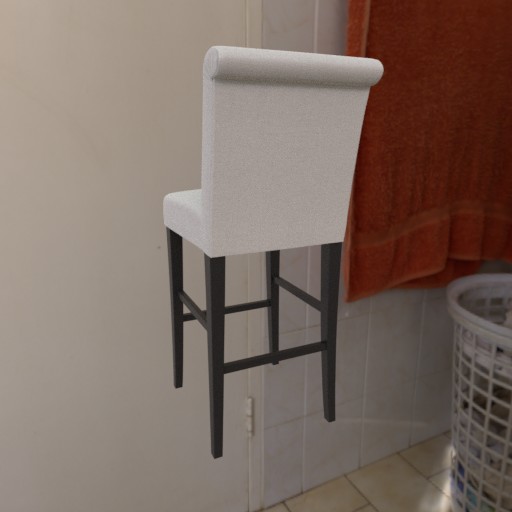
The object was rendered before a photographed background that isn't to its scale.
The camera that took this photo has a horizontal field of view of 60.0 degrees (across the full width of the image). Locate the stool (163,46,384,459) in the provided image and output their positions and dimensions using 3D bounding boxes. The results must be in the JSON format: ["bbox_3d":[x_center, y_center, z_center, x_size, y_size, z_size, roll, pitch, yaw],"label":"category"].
[{"bbox_3d":[0.000,0.000,1.419,0.452,1.124,0.597,-7,17,-24],"label":"stool"}]
